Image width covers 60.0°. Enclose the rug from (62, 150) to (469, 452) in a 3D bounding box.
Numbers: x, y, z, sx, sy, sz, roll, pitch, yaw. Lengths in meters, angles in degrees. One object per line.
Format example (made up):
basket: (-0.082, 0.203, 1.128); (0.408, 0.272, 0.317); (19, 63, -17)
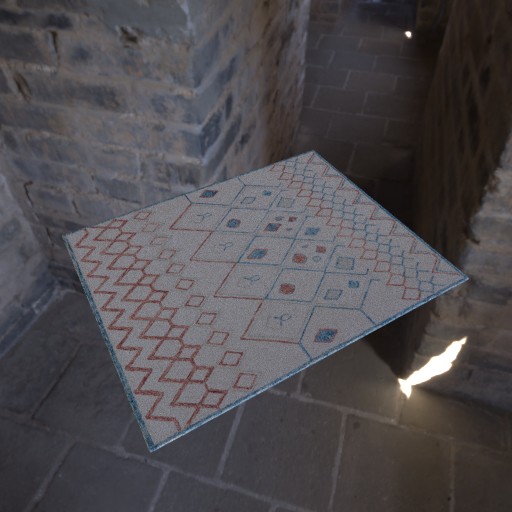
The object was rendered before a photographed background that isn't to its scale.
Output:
rug: (0.000, 0.000, 4.216); (3.050, 0.016, 2.441); (-23, 50, -21)
